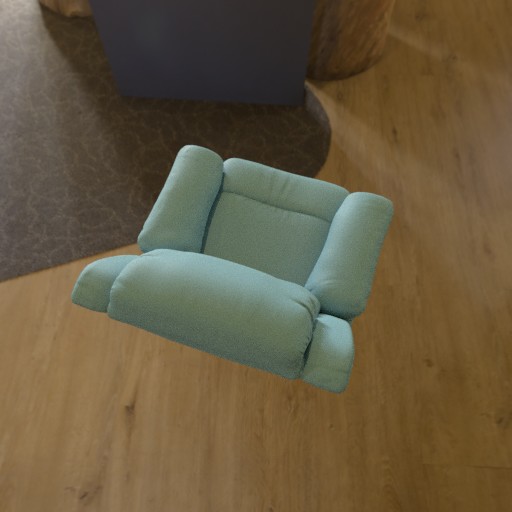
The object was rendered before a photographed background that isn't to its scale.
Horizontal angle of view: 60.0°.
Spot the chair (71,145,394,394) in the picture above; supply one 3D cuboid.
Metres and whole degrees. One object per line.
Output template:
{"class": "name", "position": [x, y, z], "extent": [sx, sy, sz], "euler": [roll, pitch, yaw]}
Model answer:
{"class": "chair", "position": [0.000, 0.000, 1.260], "extent": [0.680, 0.702, 0.709], "euler": [17, 65, 8]}
